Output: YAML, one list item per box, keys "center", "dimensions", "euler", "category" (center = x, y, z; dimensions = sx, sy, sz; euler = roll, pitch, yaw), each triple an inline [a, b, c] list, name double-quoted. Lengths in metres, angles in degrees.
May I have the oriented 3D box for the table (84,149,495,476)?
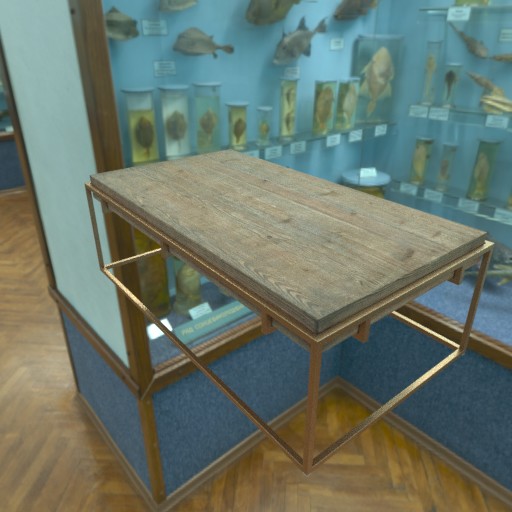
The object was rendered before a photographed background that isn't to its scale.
- center: [0.000, 0.000, 1.720]
  dimensions: [0.775, 0.468, 1.387]
  euler: [-20, 33, -34]
  category: "table"
